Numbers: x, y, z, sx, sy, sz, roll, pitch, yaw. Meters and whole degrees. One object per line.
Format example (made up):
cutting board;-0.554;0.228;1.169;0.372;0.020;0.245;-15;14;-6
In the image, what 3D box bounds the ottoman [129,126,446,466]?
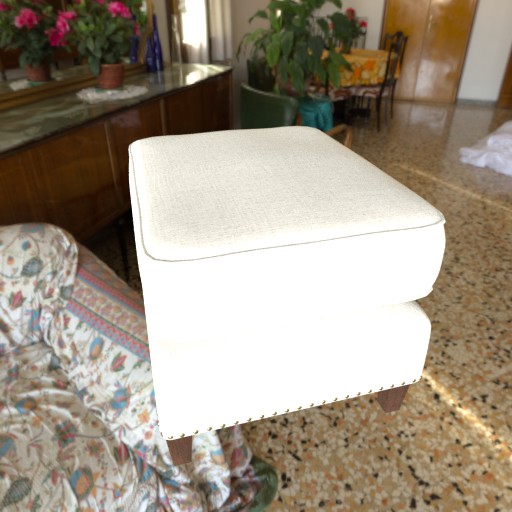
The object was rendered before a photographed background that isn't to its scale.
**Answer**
ottoman;0.000;0.000;1.136;0.589;0.537;0.738;-8;32;-14
